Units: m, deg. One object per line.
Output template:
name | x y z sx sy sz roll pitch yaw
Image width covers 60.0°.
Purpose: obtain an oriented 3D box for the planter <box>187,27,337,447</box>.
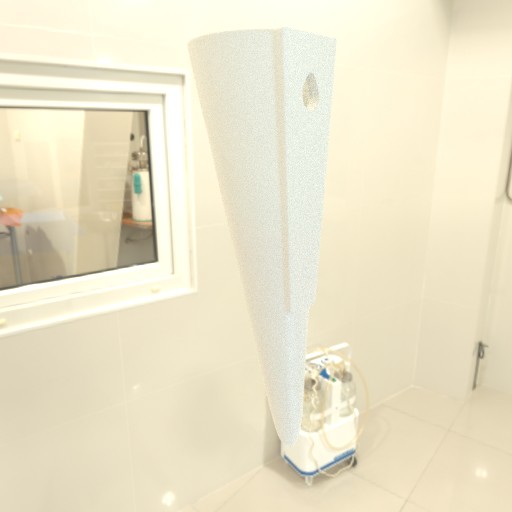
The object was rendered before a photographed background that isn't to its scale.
planter | 0.000 0.000 0.220 0.057 0.193 0.064 -15 21 -42
